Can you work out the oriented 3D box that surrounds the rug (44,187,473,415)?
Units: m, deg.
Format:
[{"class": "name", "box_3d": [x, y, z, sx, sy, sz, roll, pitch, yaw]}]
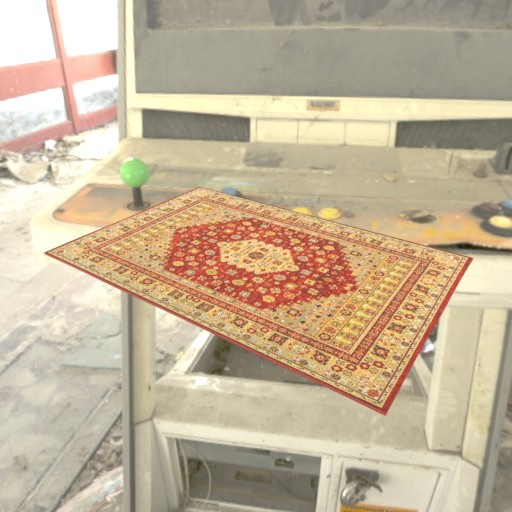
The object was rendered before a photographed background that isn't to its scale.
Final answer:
[{"class": "rug", "box_3d": [0.000, 0.000, 2.227, 1.802, 0.013, 1.194, 19, 34, 30]}]
